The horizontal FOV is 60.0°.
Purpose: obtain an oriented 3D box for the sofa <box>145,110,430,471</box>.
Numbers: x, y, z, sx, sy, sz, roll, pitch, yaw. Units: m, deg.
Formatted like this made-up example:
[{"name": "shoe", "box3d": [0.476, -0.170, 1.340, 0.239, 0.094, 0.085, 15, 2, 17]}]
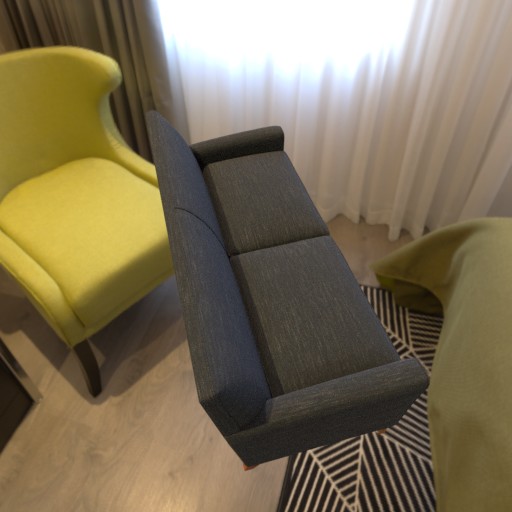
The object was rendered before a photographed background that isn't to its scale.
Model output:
[{"name": "sofa", "box3d": [0.000, 0.000, 2.394, 0.875, 0.846, 1.976, -11, 47, -10]}]
